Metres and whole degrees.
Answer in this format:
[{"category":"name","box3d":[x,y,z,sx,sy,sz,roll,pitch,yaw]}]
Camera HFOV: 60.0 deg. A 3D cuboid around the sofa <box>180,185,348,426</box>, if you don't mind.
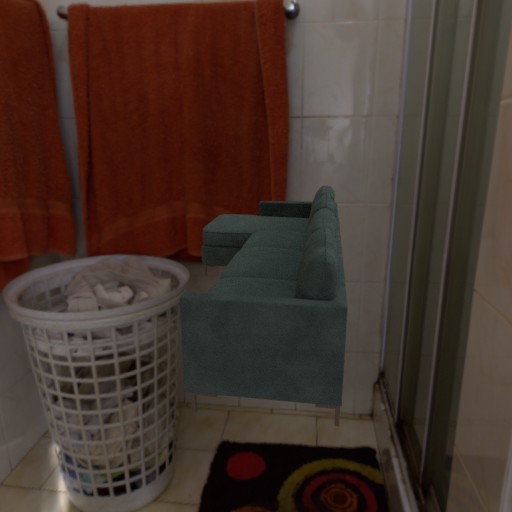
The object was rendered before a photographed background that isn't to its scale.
[{"category":"sofa","box3d":[0.000,0.000,4.063,1.500,0.967,3.400,3,16,9]}]
